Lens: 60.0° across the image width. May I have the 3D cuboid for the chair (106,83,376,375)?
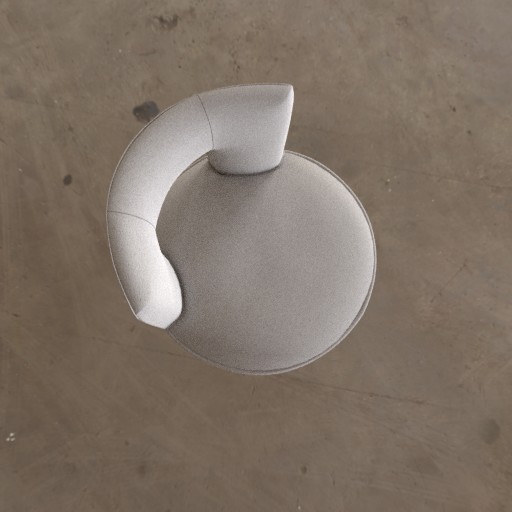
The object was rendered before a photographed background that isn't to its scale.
[{"bbox_3d":[0.000,0.000,1.263,0.665,0.723,0.650,31,78,7],"label":"chair"}]
